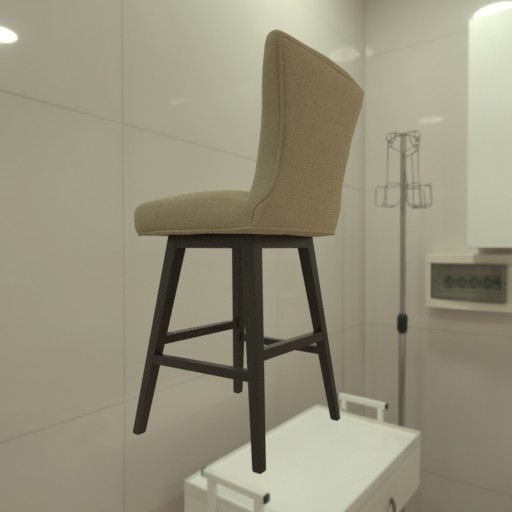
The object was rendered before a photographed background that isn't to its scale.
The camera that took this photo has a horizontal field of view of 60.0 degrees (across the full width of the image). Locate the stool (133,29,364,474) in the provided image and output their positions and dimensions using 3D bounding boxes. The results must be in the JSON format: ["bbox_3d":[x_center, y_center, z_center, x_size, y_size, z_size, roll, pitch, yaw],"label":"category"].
[{"bbox_3d":[0.000,0.000,1.387,0.574,1.086,0.514,1,1,36],"label":"stool"}]
